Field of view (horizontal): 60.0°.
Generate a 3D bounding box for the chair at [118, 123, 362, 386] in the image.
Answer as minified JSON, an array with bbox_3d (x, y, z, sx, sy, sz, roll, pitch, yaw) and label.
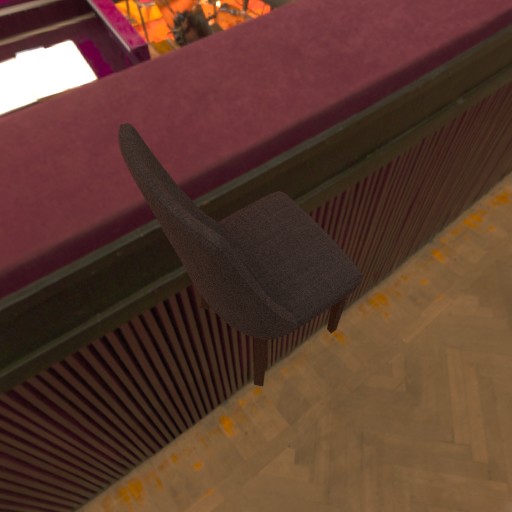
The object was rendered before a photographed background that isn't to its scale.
[{"bbox_3d":[0.000,0.000,1.422,0.577,1.050,0.510,-30,62,-18],"label":"chair"}]
